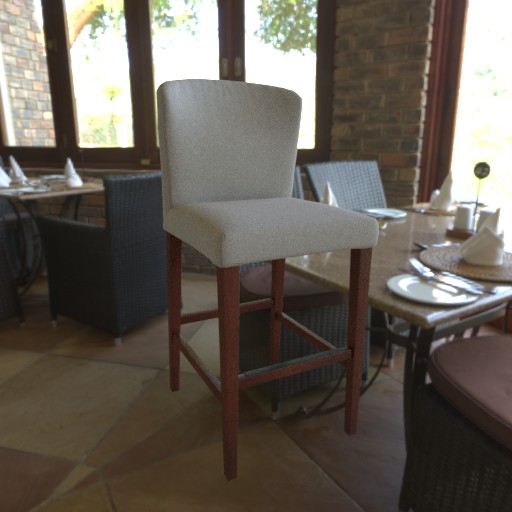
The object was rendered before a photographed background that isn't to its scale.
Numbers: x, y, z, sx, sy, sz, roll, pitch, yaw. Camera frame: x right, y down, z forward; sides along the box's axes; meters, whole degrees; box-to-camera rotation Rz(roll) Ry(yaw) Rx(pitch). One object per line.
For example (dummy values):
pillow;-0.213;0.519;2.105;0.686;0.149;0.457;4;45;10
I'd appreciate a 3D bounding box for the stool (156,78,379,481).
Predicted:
stool;0.000;0.000;1.359;0.479;1.069;0.568;-8;17;-26
